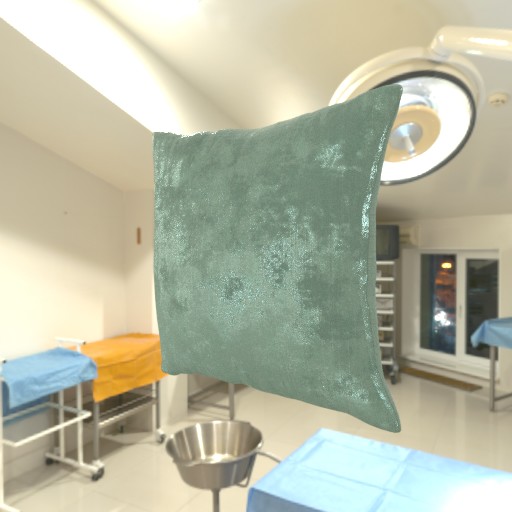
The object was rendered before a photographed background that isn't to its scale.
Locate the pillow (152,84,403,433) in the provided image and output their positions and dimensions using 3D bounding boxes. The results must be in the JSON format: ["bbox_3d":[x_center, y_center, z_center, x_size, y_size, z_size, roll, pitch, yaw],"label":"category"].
[{"bbox_3d":[0.000,0.000,0.716,0.470,0.464,0.175,1,1,35],"label":"pillow"}]
